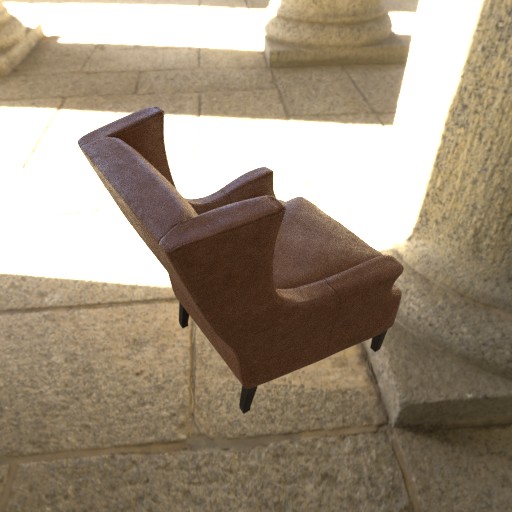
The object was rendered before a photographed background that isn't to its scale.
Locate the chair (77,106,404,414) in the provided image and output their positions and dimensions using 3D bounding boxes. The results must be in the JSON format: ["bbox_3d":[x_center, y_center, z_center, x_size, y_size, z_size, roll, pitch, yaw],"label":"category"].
[{"bbox_3d":[0.000,0.000,1.697,0.926,1.016,0.853,-24,47,-25],"label":"chair"}]
